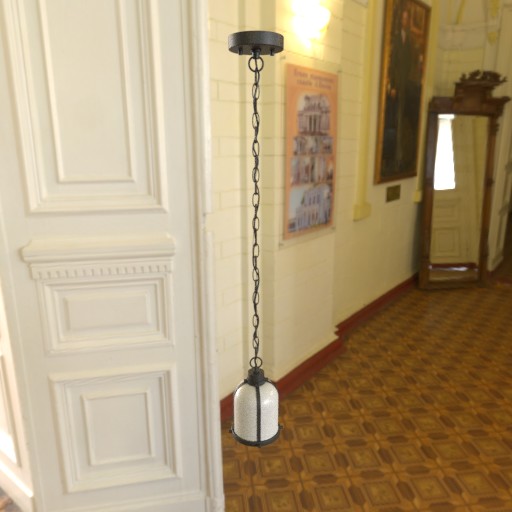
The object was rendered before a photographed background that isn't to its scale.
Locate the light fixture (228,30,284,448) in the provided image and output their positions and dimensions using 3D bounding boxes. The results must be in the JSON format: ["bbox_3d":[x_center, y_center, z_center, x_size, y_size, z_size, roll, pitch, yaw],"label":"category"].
[{"bbox_3d":[0.000,0.000,1.305,0.178,1.181,0.178,-2,14,-7],"label":"light fixture"}]
